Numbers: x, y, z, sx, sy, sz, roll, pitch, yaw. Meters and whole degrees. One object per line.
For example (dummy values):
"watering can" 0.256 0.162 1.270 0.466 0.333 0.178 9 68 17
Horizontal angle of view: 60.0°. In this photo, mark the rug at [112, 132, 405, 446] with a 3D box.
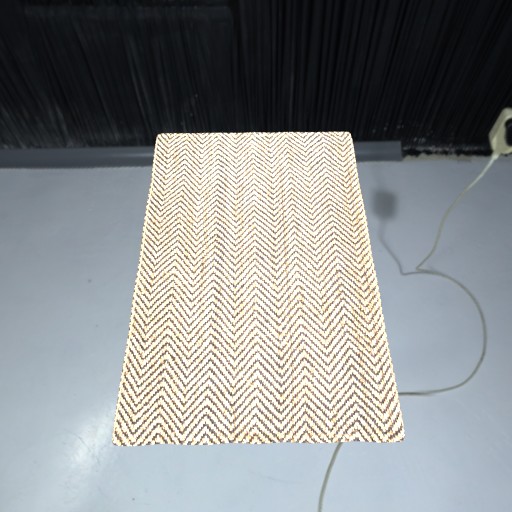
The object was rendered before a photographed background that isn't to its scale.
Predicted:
"rug" 0.000 0.000 2.311 1.219 0.008 1.828 -1 58 0
